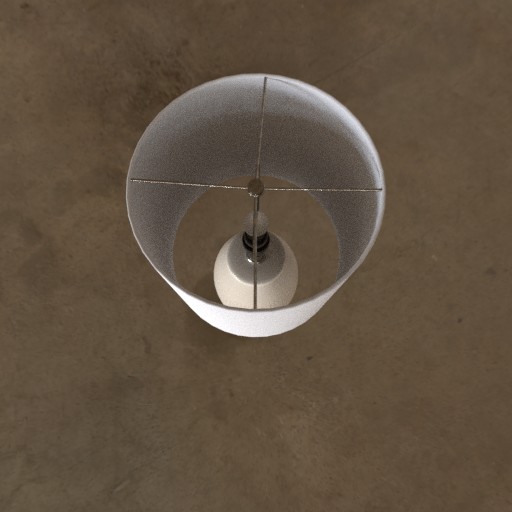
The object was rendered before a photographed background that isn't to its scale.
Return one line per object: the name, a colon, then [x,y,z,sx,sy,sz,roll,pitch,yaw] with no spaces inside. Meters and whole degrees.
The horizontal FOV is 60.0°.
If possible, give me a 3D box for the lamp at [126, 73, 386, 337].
lamp: [0.000,0.000,0.588,0.217,0.453,0.217,2,75,1]
